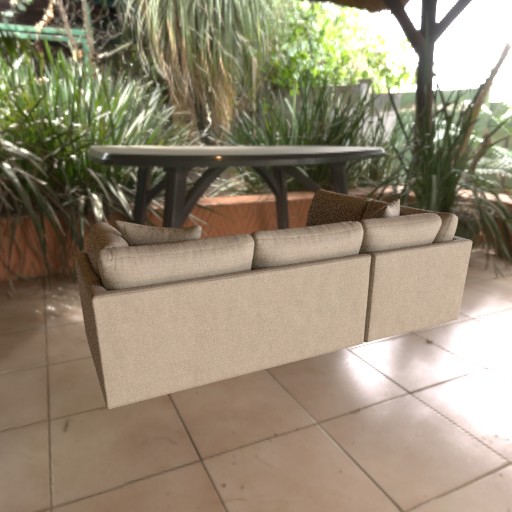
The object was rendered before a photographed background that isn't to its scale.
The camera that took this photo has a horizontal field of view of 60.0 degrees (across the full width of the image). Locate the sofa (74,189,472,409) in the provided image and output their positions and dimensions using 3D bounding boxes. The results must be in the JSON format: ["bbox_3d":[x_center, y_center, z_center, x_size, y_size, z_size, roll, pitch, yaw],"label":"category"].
[{"bbox_3d":[0.000,0.000,3.831,2.896,0.978,1.994,-8,17,-25],"label":"sofa"}]
